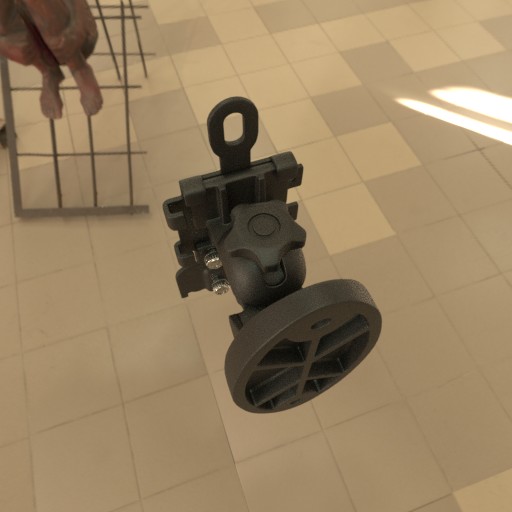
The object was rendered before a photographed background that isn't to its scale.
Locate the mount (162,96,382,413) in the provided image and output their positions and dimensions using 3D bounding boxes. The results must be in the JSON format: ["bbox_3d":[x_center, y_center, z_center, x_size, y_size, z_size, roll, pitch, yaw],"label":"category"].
[{"bbox_3d":[0.000,0.000,0.176,0.066,0.118,0.100,-17,60,-10],"label":"mount"}]
